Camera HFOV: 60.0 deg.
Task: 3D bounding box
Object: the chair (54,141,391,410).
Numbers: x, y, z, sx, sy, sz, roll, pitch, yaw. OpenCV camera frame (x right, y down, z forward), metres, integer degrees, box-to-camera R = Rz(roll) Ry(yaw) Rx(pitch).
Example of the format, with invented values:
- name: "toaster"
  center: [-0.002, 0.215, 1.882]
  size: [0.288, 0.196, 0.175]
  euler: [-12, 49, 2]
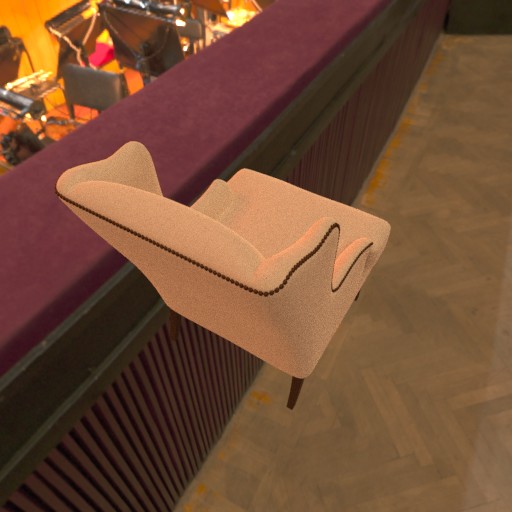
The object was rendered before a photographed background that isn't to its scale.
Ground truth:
- name: "chair"
  center: [0.000, 0.000, 1.630]
  size: [0.737, 1.029, 0.940]
  euler: [25, 52, 21]
